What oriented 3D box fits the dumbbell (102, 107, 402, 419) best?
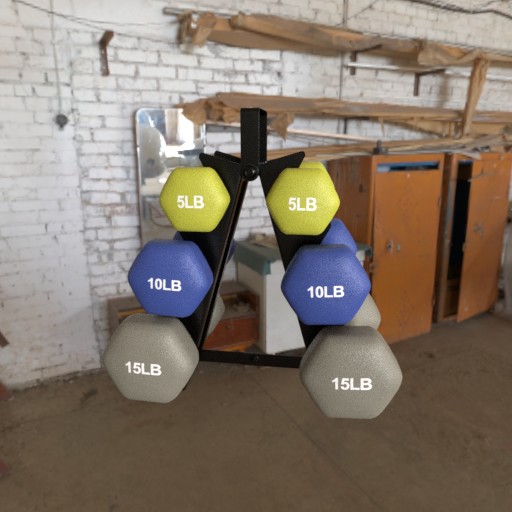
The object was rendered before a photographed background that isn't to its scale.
[{"bbox_3d":[0.000,0.000,0.676,0.416,0.426,0.261,2,15,8],"label":"dumbbell"}]
